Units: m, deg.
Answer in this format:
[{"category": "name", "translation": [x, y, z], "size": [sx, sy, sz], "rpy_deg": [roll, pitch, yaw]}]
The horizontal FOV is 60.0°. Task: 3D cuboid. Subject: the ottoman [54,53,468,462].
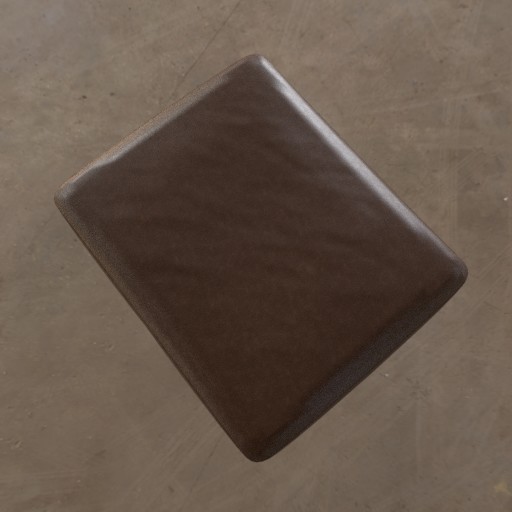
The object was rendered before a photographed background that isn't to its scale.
[{"category": "ottoman", "translation": [0.000, 0.000, 1.107], "size": [0.603, 0.476, 0.751], "rpy_deg": [-38, 79, -9]}]
